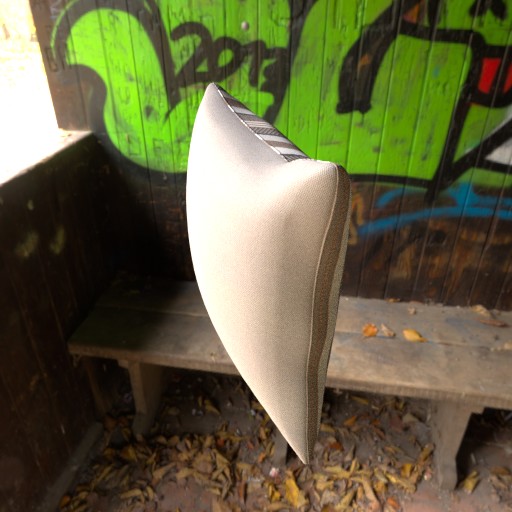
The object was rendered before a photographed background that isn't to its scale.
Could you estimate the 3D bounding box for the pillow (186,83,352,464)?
[{"bbox_3d":[0.000,0.000,0.627,0.173,0.401,0.416,-10,32,-16],"label":"pillow"}]
